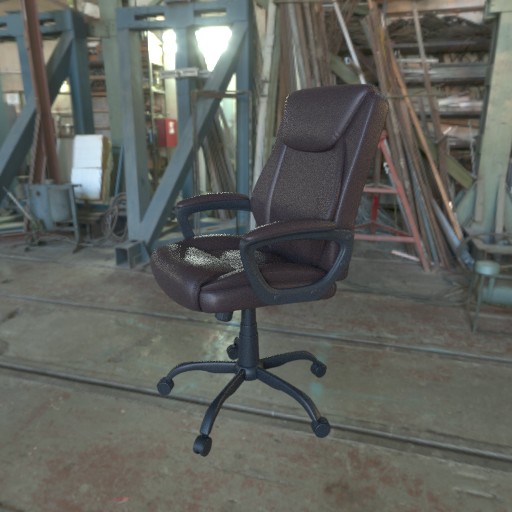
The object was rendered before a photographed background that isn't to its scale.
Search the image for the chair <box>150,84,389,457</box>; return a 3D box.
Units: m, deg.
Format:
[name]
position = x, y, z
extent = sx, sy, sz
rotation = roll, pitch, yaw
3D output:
[chair]
position = 0.000, 0.000, 1.468
extent = 0.655, 1.072, 0.615
rotation = -9, 19, -27
